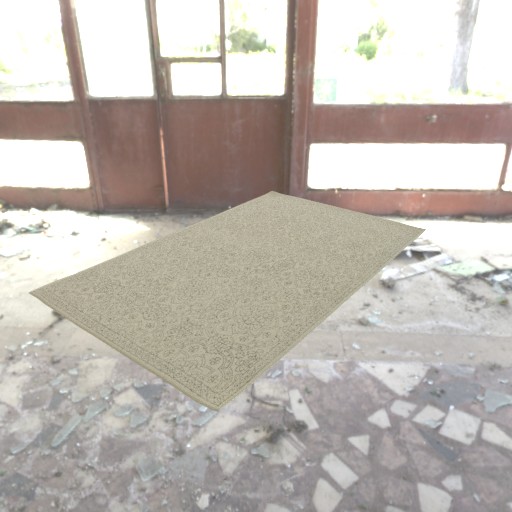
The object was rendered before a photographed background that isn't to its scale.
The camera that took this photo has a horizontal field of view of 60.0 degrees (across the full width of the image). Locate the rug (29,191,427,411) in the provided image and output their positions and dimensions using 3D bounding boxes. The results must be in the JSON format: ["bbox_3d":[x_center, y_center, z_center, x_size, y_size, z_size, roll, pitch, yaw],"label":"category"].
[{"bbox_3d":[0.000,0.000,2.437,1.214,0.023,1.947,19,32,34],"label":"rug"}]
